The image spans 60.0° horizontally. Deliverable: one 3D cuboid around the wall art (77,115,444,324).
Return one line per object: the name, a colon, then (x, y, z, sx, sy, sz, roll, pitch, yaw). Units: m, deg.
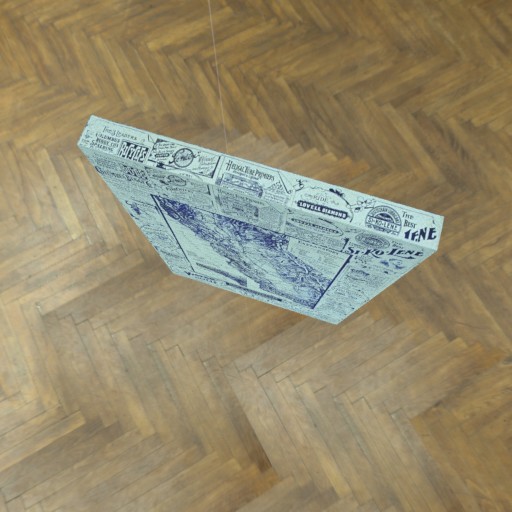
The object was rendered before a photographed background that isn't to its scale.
wall art: (0.000, 0.000, 0.482, 0.255, 0.376, 0.025, 17, 75, 5)
